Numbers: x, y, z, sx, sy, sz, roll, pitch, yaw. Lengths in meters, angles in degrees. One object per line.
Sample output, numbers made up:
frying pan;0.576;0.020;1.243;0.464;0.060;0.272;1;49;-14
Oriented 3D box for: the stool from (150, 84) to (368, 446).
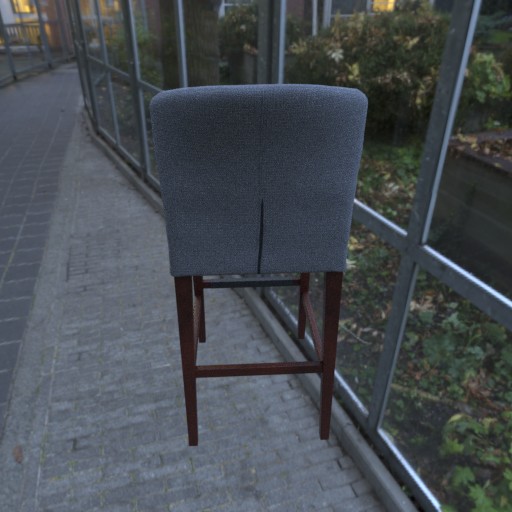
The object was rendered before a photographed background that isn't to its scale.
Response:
stool;0.000;0.000;1.354;0.486;1.069;0.568;-2;30;-3
